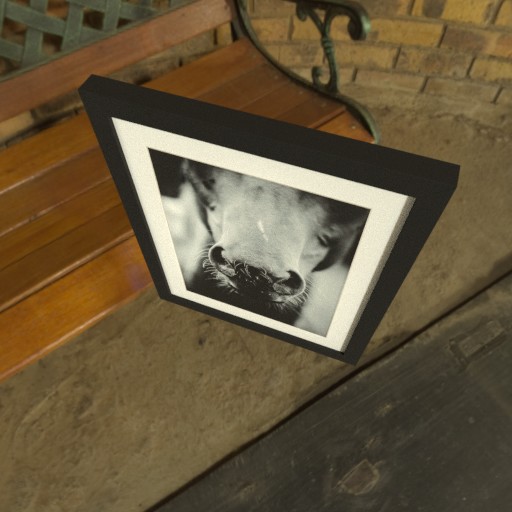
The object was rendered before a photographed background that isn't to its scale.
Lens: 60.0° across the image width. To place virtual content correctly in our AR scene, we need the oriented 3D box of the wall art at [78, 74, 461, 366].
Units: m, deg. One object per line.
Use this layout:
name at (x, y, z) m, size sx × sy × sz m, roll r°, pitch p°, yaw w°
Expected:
wall art at (0.000, 0.000, 0.745) m, size 0.457 × 0.559 × 0.033 m, roll 17°, pitch 59°, yaw 11°
